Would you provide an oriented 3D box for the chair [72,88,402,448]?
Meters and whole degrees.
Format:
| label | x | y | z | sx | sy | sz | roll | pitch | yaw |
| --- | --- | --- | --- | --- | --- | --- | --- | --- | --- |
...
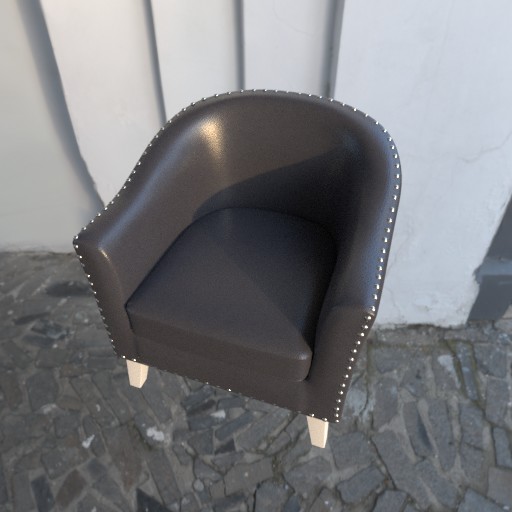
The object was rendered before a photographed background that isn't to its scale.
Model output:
| label | x | y | z | sx | sy | sz | roll | pitch | yaw |
| --- | --- | --- | --- | --- | --- | --- | --- | --- | --- |
| chair | 0.000 | 0.000 | 1.434 | 0.794 | 0.823 | 0.748 | 13 | 42 | 15 |
